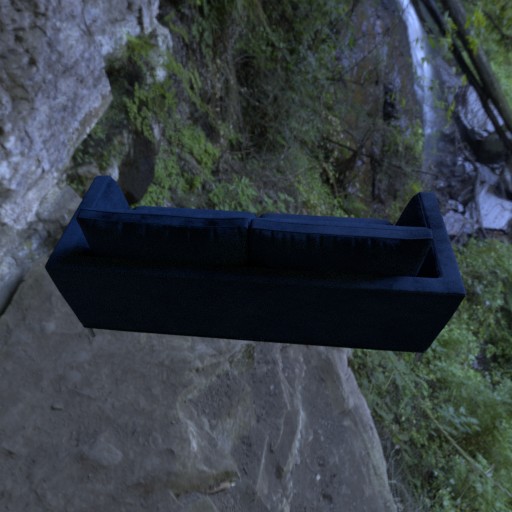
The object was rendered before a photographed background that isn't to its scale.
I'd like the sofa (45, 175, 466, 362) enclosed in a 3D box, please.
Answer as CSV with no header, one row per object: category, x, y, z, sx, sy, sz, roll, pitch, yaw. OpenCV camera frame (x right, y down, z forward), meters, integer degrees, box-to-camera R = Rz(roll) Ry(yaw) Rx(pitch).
sofa,0.000,0.000,2.759,2.212,0.998,0.853,4,46,3
